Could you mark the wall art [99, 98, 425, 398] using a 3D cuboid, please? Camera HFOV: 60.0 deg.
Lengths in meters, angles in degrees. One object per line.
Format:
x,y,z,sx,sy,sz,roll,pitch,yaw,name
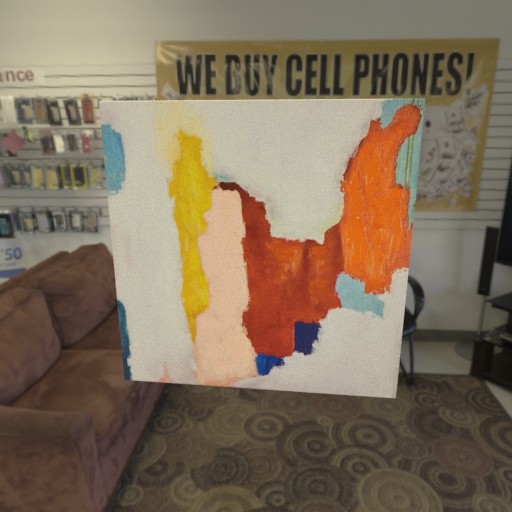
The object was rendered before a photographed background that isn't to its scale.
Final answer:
0.000,0.000,1.225,0.814,0.814,0.037,2,16,7,wall art
